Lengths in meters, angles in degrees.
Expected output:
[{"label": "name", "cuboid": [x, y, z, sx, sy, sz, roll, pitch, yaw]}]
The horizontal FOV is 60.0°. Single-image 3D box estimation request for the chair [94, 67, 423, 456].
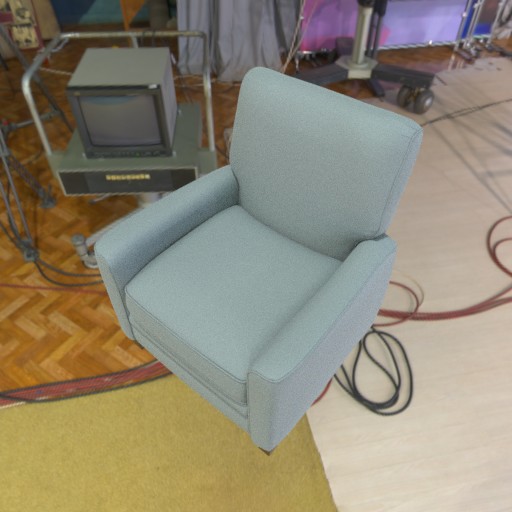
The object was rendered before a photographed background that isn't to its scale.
[{"label": "chair", "cuboid": [0.000, 0.000, 1.625, 0.853, 1.007, 0.846, 31, 54, 26]}]
